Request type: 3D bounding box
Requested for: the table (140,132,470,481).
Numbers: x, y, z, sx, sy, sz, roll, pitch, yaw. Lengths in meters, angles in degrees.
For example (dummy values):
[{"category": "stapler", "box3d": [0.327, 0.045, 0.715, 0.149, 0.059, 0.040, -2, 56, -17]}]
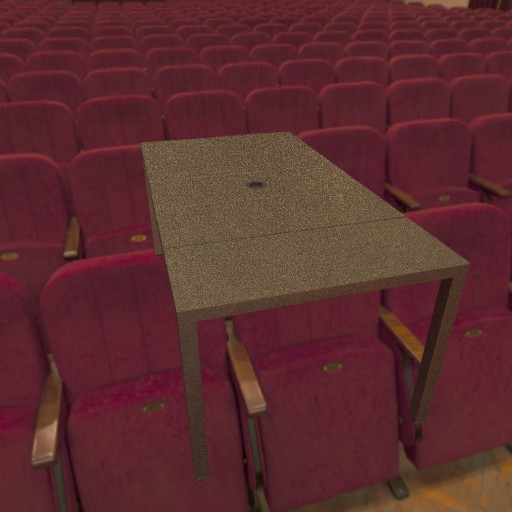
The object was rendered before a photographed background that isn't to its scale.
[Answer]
[{"category": "table", "box3d": [0.000, 0.000, 2.153, 0.914, 0.735, 1.680, -8, 31, -14]}]
